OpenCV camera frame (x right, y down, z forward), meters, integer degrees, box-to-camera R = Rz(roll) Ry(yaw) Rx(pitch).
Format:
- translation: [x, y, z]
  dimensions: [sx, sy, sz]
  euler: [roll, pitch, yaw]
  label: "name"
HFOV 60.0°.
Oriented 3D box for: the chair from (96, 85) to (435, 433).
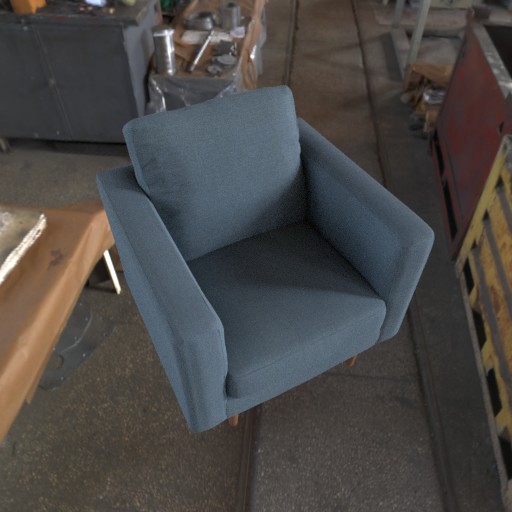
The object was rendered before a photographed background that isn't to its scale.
- translation: [0.000, 0.000, 1.588]
  dimensions: [0.855, 0.922, 0.820]
  euler: [-21, 49, -19]
  label: "chair"
